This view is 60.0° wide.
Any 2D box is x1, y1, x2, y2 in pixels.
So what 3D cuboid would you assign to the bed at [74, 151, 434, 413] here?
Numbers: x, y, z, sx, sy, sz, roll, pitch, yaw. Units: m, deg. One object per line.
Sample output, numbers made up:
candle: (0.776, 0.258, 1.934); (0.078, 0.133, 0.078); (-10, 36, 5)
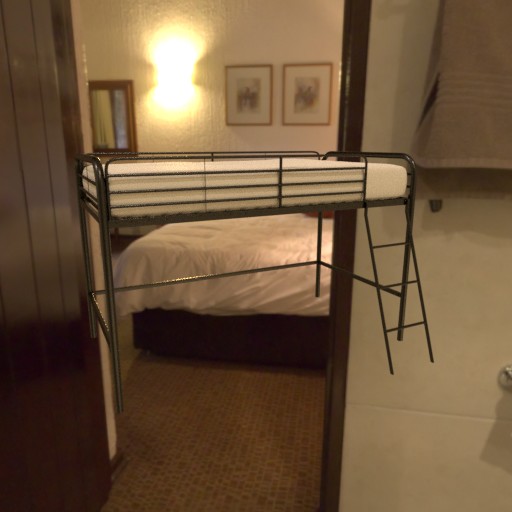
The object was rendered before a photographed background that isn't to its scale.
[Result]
bed: (0.000, 0.000, 2.860); (1.968, 1.289, 1.393); (-7, 16, -26)
